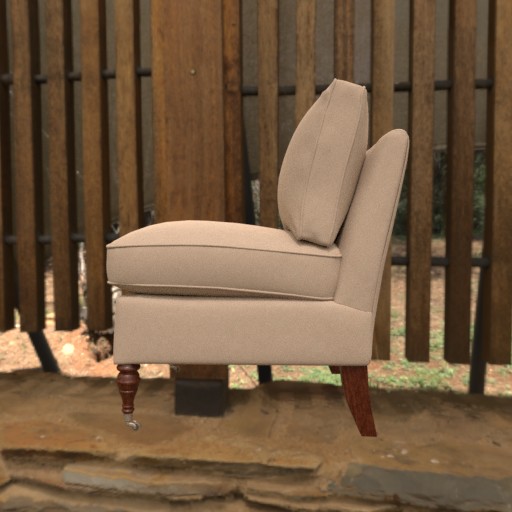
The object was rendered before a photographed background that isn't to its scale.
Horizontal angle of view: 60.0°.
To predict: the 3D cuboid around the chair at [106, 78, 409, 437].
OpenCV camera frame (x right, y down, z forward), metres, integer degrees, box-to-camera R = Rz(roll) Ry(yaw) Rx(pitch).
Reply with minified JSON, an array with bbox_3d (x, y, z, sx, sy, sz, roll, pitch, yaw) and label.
[{"bbox_3d":[0.000,0.000,1.639,0.912,1.052,0.724,0,2,2],"label":"chair"}]
